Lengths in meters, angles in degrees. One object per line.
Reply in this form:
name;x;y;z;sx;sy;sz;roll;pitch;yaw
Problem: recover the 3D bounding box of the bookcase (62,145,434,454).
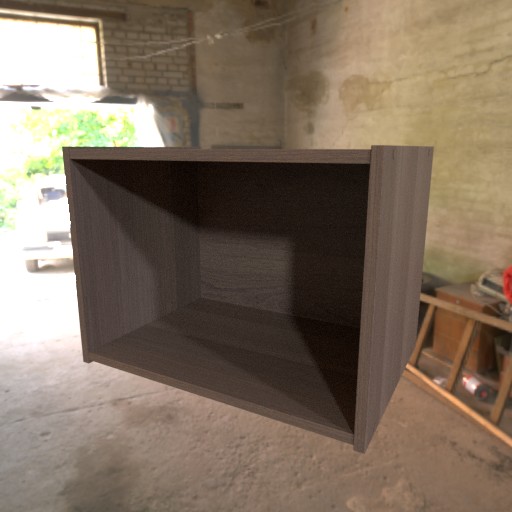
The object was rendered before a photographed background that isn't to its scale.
bookcase;0.000;0.000;0.636;0.415;0.305;0.290;7;15;28
